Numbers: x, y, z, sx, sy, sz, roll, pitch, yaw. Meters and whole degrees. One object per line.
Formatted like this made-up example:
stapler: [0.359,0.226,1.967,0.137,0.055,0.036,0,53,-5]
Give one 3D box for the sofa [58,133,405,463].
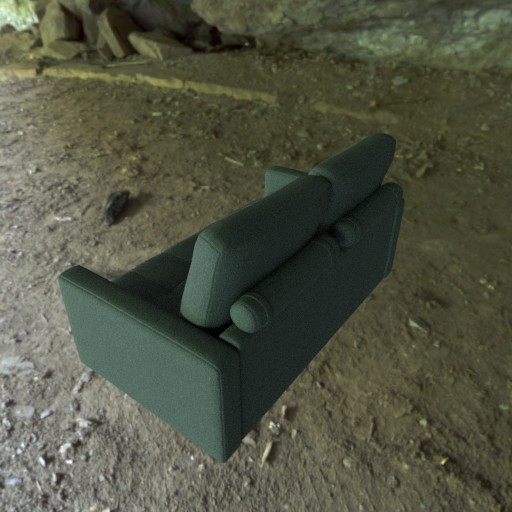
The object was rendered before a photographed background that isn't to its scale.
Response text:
sofa: [0.000,0.000,1.941,0.842,0.907,1.407,21,38,30]
